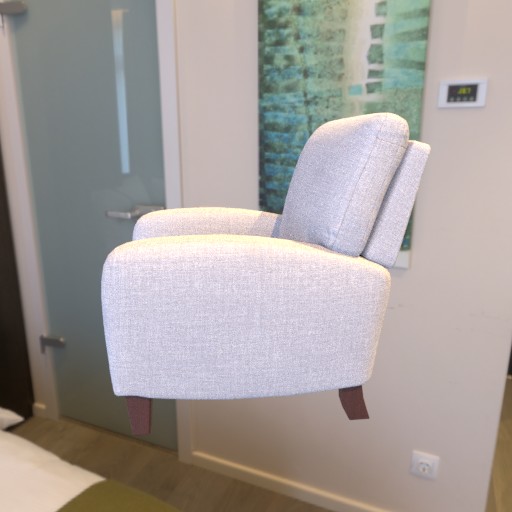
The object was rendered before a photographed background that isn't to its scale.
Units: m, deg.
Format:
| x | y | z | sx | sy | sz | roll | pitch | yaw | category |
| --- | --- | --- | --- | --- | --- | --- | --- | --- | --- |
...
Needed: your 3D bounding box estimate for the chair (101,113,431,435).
| x | y | z | sx | sy | sz | roll | pitch | yaw | category |
| --- | --- | --- | --- | --- | --- | --- | --- | --- | --- |
| 0.000 | 0.000 | 1.649 | 0.990 | 0.990 | 0.762 | -2 | 14 | -6 | chair |
